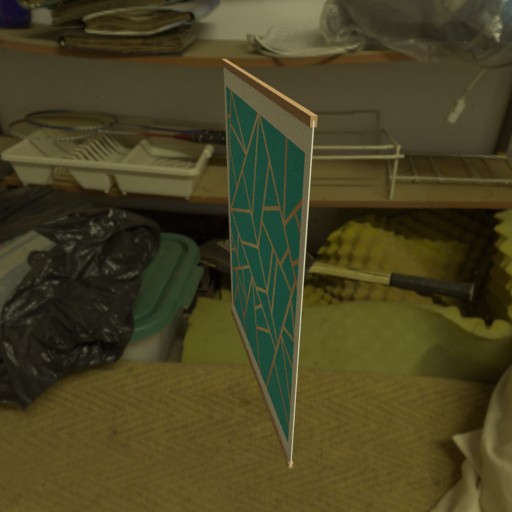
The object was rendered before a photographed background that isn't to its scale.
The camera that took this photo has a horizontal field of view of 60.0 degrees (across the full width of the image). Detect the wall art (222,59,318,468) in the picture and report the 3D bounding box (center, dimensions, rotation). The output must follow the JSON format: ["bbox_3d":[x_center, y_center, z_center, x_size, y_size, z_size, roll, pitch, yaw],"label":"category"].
[{"bbox_3d":[0.000,0.000,1.354,0.013,1.016,0.758,-8,32,-13],"label":"wall art"}]
